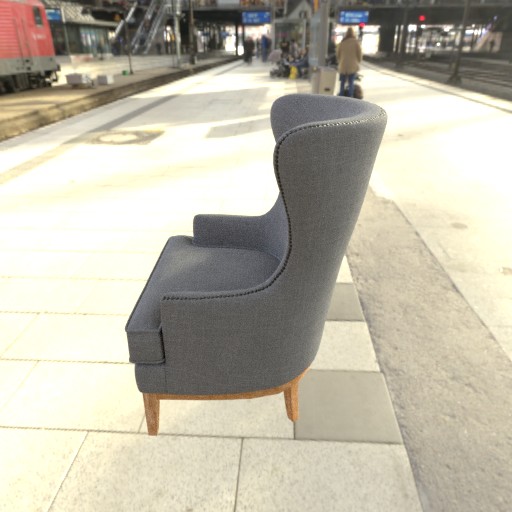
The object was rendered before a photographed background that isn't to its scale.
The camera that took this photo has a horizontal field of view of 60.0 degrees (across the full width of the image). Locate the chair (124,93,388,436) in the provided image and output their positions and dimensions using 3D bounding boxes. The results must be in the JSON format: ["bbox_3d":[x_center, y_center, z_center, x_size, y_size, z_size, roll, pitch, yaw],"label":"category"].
[{"bbox_3d":[0.000,0.000,1.801,0.883,1.176,0.864,0,26,1],"label":"chair"}]
